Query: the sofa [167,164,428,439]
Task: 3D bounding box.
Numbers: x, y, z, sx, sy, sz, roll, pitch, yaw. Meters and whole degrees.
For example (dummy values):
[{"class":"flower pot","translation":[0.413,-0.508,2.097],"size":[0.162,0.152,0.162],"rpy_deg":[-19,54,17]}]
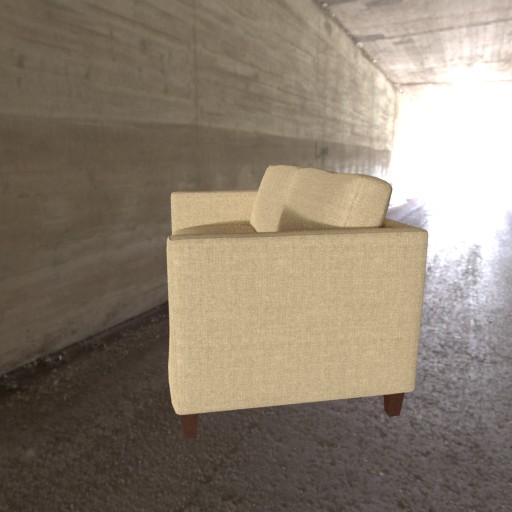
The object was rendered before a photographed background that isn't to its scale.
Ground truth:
[{"class":"sofa","translation":[0.000,0.000,2.436],"size":[0.950,0.963,1.884],"rpy_deg":[-2,13,-10]}]
